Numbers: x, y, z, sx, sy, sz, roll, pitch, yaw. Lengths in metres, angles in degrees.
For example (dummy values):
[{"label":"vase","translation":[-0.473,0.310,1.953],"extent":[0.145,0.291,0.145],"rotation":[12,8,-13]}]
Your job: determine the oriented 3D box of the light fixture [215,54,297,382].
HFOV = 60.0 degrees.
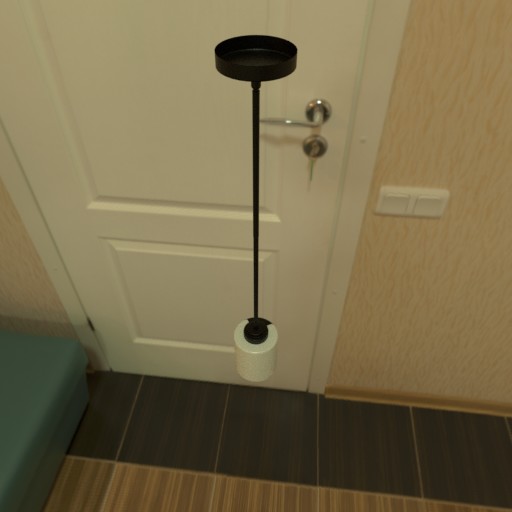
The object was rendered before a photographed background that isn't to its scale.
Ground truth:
[{"label":"light fixture","translation":[0.000,0.000,0.961],"extent":[0.123,0.863,0.123],"rotation":[-16,47,-16]}]
